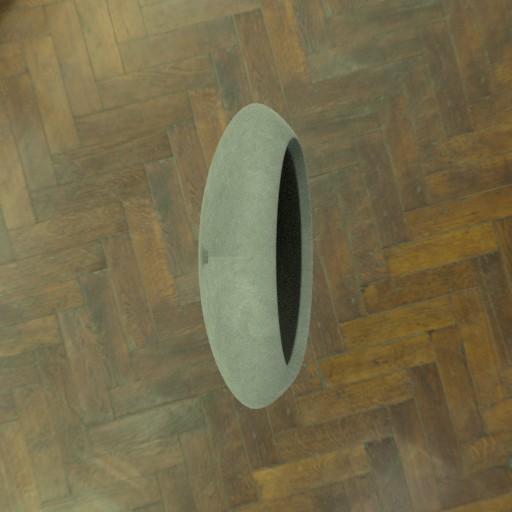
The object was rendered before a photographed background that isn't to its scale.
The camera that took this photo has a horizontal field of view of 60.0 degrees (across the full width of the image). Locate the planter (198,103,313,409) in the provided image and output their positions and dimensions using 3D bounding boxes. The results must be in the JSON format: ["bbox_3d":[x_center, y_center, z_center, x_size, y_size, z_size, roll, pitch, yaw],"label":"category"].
[{"bbox_3d":[0.000,0.000,0.284,0.071,0.188,0.185,0,90,-1],"label":"planter"}]
